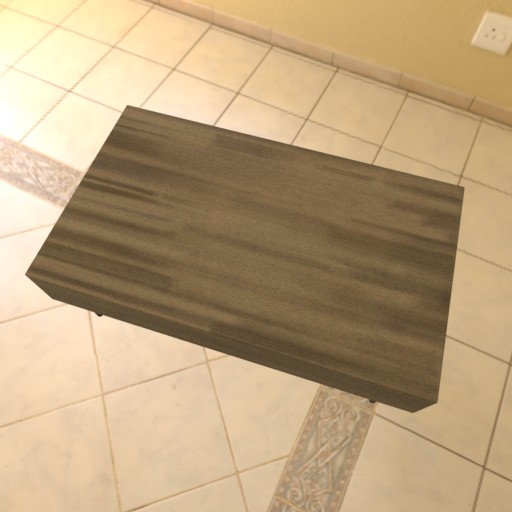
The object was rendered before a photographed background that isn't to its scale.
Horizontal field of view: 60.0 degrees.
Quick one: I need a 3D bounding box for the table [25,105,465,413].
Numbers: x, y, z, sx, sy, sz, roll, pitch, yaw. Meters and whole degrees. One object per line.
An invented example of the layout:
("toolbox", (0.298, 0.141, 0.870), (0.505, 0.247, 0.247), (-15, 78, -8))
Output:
("table", (0.000, 0.000, 1.394), (1.088, 0.347, 0.643), (16, 64, 8))
